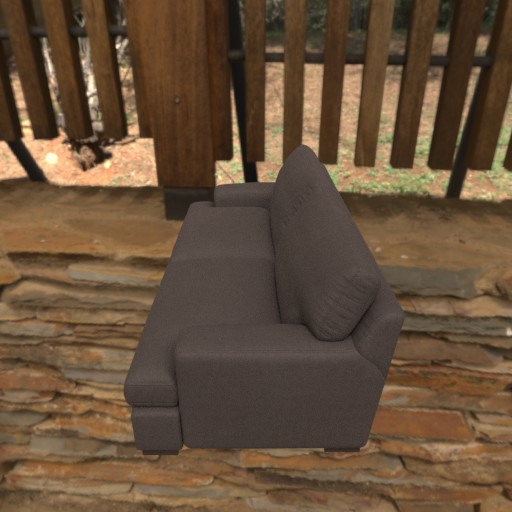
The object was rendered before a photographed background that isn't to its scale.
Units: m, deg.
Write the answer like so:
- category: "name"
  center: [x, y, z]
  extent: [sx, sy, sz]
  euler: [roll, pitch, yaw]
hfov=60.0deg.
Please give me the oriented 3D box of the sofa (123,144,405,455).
- category: "sofa"
  center: [0.000, 0.000, 2.782]
  extent: [1.140, 0.950, 2.271]
  euler: [0, 27, 0]
